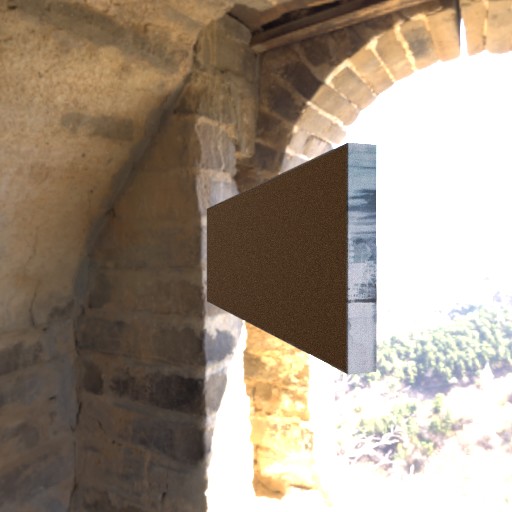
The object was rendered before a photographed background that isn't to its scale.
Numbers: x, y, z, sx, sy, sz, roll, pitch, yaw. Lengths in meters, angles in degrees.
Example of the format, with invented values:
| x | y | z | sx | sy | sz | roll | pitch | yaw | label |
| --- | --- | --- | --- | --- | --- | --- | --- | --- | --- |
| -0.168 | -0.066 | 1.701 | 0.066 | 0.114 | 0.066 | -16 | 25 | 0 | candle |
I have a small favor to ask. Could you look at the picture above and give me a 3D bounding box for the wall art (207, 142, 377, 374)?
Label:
| x | y | z | sx | sy | sz | roll | pitch | yaw | label |
| --- | --- | --- | --- | --- | --- | --- | --- | --- | --- |
| 0.000 | 0.000 | 0.843 | 0.037 | 0.251 | 0.759 | 0 | 0 | -18 | wall art |
